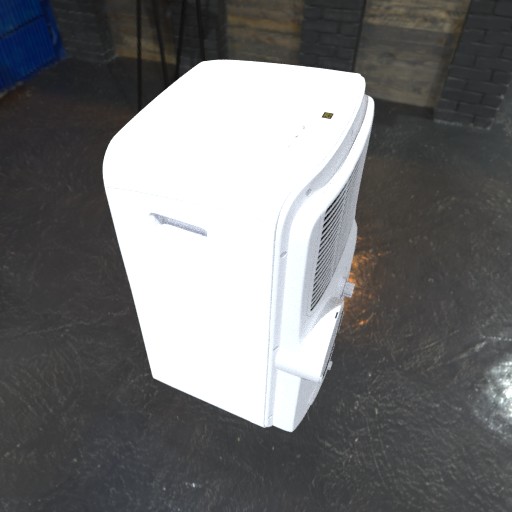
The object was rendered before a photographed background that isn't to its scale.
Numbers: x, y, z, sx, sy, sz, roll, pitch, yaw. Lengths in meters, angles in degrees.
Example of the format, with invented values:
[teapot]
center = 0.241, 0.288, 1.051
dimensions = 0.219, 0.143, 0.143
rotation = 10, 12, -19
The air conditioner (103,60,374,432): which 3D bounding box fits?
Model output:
[air conditioner]
center = 0.000, 0.000, 1.034
dimensions = 0.467, 0.765, 0.478
rotation = 16, 48, 15
